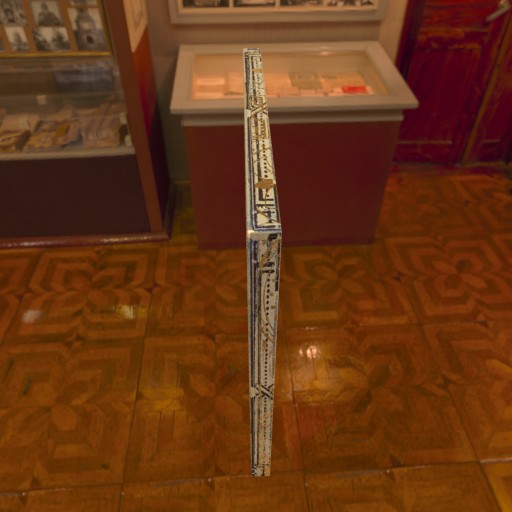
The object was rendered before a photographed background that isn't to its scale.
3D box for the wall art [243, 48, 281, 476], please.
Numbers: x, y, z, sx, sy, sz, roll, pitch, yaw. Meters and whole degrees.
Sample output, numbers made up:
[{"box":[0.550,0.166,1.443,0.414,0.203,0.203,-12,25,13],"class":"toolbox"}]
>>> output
[{"box":[0.000,0.000,0.888,0.036,0.607,0.609,-1,42,-1],"class":"wall art"}]
